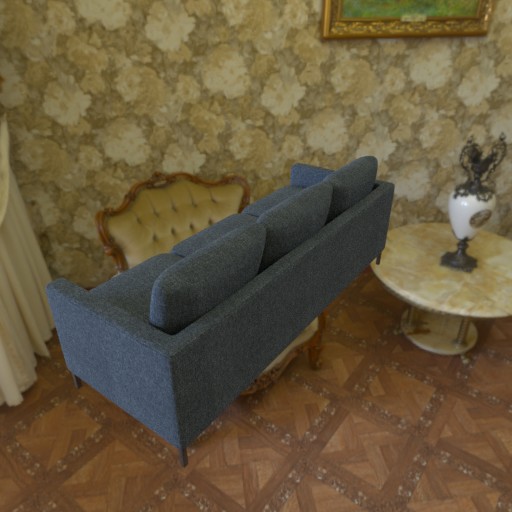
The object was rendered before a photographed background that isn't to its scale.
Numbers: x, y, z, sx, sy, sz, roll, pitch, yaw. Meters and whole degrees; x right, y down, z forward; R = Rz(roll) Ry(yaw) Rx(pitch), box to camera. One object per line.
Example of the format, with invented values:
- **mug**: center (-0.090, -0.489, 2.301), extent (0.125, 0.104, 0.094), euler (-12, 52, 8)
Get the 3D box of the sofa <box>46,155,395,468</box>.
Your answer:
- **sofa**: center (0.000, 0.000, 2.712), extent (0.859, 0.874, 2.218), euler (20, 36, 31)
